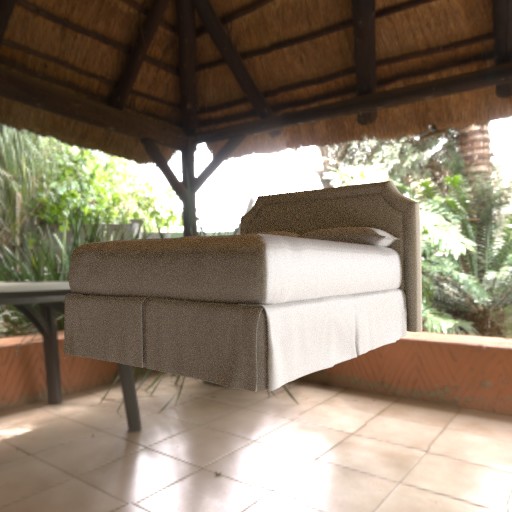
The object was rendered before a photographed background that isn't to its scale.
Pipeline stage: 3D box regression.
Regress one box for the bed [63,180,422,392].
[{"bbox_3d":[0.000,0.000,3.300,1.828,1.297,2.164,-1,-2,36],"label":"bed"}]
